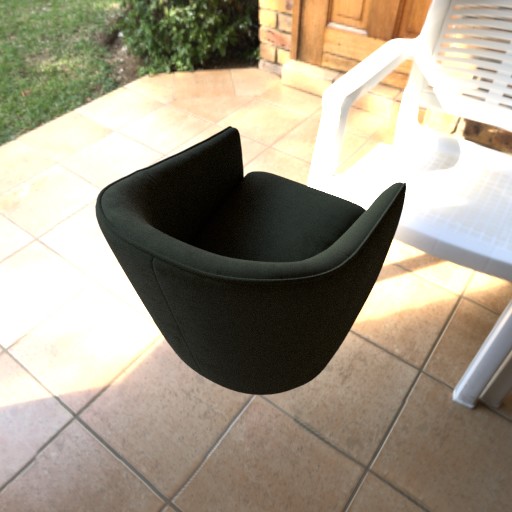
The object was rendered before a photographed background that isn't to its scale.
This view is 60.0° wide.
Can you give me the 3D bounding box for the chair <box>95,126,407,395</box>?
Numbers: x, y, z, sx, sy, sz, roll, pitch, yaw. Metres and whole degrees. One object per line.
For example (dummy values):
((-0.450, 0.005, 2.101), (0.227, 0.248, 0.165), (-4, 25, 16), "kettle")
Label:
((0.000, 0.000, 1.485), (0.747, 0.799, 0.875), (23, 51, 20), "chair")
